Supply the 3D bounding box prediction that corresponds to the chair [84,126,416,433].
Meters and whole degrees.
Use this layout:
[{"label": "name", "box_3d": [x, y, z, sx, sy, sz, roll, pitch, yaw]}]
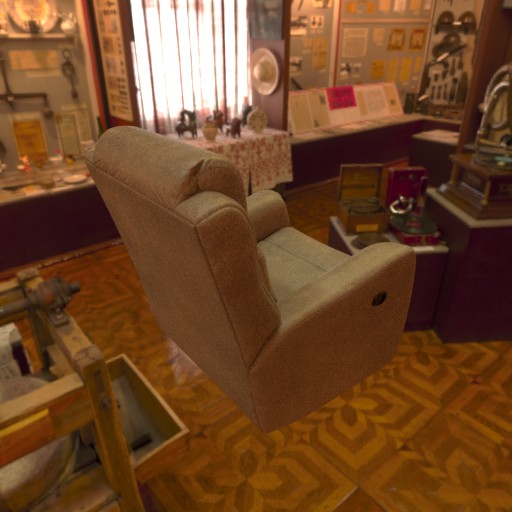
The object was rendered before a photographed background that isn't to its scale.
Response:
[{"label": "chair", "box_3d": [0.000, 0.000, 1.919, 1.068, 1.116, 0.965, -20, 33, -33]}]
